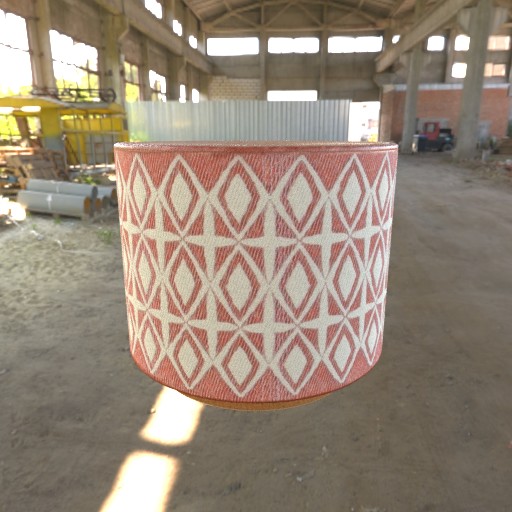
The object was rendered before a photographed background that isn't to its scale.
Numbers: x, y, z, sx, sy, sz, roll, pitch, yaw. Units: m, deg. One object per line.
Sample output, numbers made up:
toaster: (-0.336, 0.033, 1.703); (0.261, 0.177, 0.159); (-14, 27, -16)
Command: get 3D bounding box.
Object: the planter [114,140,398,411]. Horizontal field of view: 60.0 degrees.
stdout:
planter: (0.000, 0.000, 0.476); (0.273, 0.237, 0.273); (0, 15, 0)
